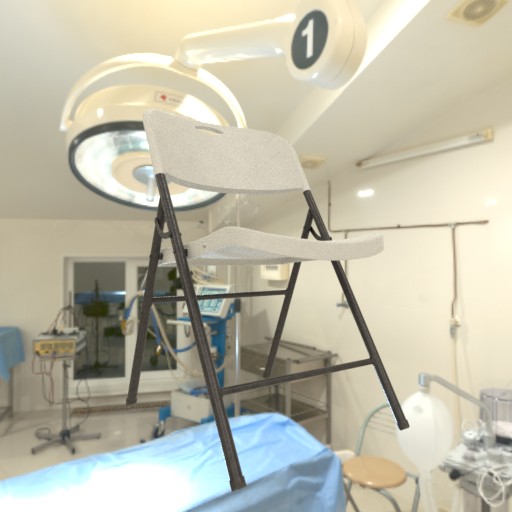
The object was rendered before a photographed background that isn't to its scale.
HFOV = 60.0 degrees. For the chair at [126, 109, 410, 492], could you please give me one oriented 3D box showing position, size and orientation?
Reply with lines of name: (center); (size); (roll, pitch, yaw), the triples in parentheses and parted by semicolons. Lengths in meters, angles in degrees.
chair: (0.000, 0.000, 1.127); (0.494, 0.810, 0.566); (0, 0, -35)
